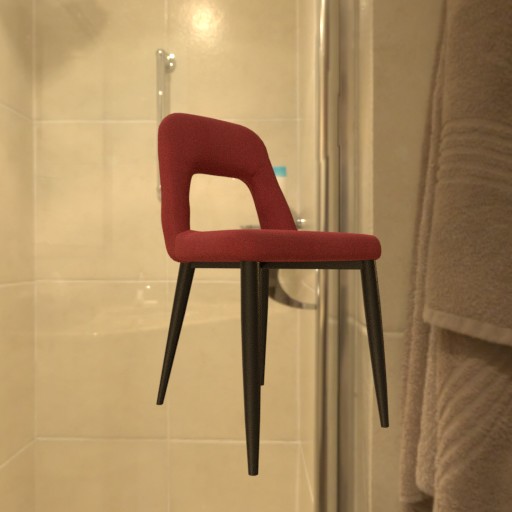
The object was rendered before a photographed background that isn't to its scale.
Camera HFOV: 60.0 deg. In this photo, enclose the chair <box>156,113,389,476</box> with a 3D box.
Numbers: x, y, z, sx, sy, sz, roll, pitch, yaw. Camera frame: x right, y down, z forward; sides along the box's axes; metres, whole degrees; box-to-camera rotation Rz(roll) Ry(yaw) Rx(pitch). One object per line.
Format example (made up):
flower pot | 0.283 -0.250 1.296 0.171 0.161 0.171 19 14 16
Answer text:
chair | 0.000 0.000 1.232 0.483 0.892 0.569 0 0 -36
